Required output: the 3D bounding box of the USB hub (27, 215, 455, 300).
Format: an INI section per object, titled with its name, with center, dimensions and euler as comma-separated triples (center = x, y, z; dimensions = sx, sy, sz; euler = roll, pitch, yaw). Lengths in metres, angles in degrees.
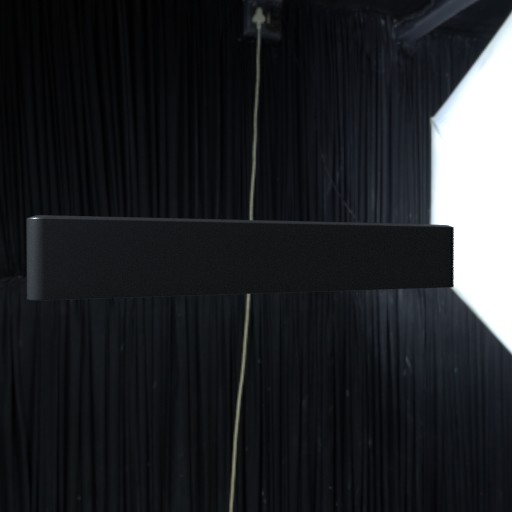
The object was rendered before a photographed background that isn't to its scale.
[USB hub]
center = 0.000, 0.000, 0.162
dimensions = 0.145, 0.023, 0.044
euler = 0, 1, -19
